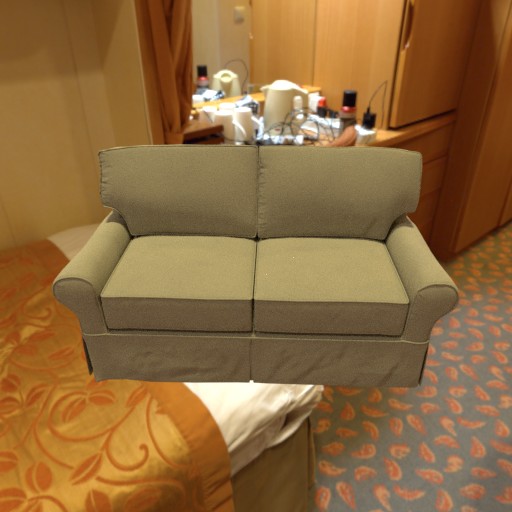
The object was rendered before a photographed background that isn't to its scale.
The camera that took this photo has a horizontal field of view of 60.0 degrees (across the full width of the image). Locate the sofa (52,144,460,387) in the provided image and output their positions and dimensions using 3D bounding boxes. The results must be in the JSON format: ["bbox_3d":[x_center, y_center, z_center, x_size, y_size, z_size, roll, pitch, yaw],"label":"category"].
[{"bbox_3d":[0.000,0.000,2.310,1.823,1.024,0.841,1,31,2],"label":"sofa"}]
